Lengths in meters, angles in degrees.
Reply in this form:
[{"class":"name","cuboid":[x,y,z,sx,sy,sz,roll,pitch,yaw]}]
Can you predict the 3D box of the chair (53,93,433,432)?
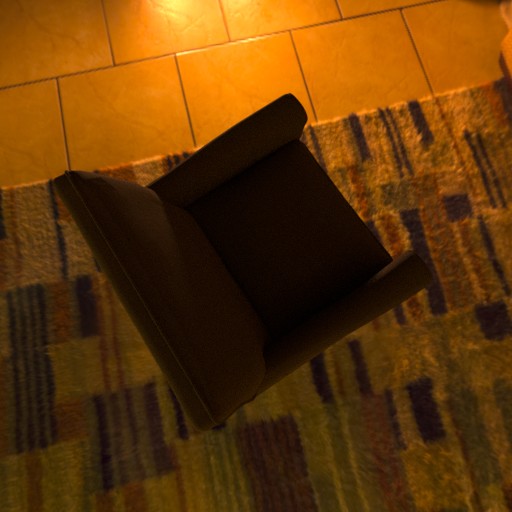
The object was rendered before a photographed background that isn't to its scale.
[{"class":"chair","cuboid":[0.000,0.000,1.596,0.831,0.911,0.836,-32,78,-8]}]
